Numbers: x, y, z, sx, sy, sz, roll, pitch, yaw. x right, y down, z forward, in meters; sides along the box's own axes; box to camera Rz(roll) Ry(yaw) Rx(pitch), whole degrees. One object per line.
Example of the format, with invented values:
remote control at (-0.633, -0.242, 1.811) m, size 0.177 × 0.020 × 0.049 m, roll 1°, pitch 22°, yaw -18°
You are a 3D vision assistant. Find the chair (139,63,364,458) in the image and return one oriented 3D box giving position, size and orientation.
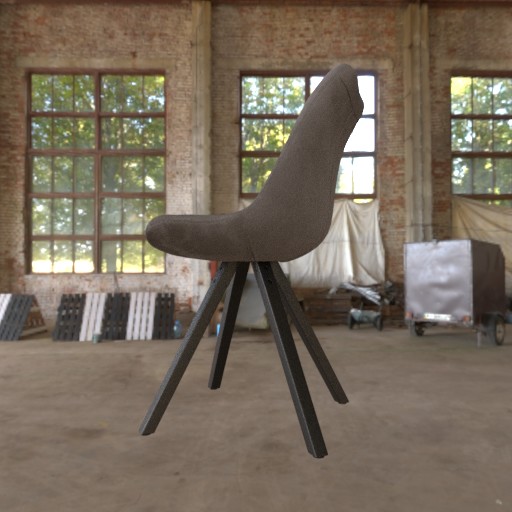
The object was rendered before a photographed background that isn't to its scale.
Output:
chair at (0.000, 0.000, 1.180) m, size 0.550 × 0.850 × 0.476 m, roll 0°, pitch -1°, yaw 19°
